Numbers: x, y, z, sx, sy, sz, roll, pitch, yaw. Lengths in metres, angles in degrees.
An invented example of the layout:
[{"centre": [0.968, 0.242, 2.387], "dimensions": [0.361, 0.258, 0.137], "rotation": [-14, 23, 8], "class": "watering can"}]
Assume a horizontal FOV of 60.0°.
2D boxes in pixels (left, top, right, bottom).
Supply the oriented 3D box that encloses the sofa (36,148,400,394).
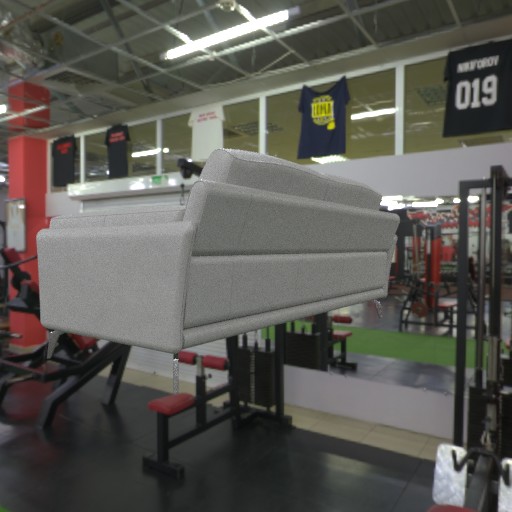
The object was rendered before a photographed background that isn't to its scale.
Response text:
[{"centre": [0.000, 0.000, 2.604], "dimensions": [1.049, 0.930, 2.101], "rotation": [1, 1, 36], "class": "sofa"}]
